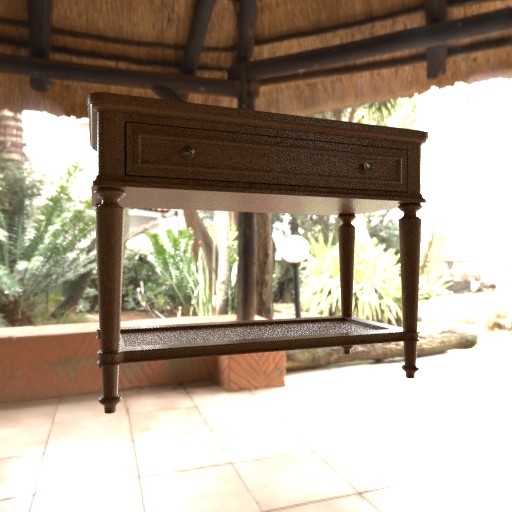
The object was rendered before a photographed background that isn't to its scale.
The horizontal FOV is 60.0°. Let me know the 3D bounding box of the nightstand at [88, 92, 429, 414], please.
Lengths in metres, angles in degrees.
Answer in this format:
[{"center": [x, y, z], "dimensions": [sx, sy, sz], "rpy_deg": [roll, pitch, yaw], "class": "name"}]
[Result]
[{"center": [0.000, 0.000, 1.296], "dimensions": [0.914, 0.700, 0.432], "rpy_deg": [0, 0, -20], "class": "nightstand"}]
